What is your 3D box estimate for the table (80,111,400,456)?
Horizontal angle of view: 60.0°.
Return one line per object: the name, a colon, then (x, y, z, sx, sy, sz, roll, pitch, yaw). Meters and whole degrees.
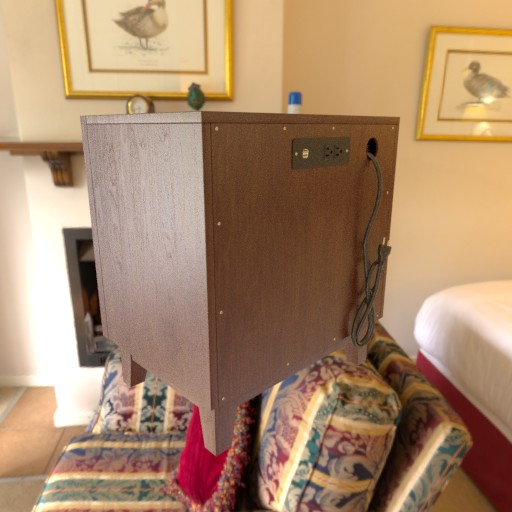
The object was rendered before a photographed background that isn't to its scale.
table: (0.000, 0.000, 1.013, 0.557, 0.609, 0.449, -15, 22, -42)
